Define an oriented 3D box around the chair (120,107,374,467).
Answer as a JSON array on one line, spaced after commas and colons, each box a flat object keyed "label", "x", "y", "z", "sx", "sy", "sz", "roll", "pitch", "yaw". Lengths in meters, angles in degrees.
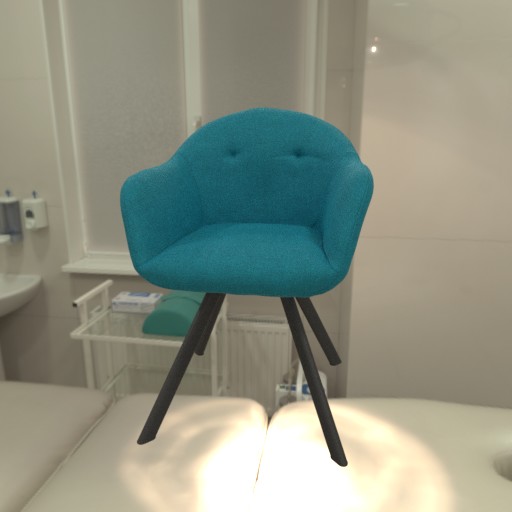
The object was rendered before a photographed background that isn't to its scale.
[{"label": "chair", "x": 0.000, "y": 0.000, "z": 1.162, "sx": 0.545, "sy": 0.775, "sz": 0.565, "roll": 2, "pitch": 15, "yaw": 9}]
